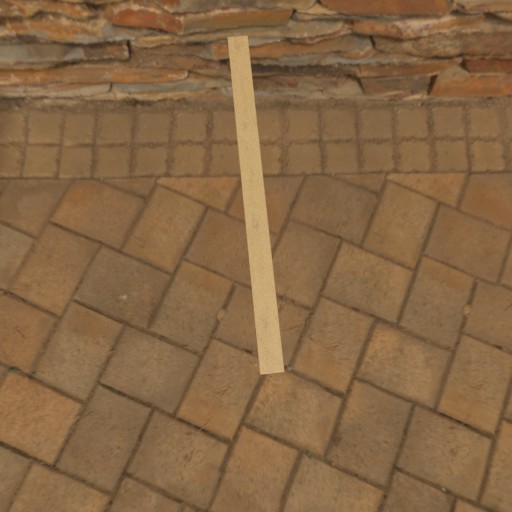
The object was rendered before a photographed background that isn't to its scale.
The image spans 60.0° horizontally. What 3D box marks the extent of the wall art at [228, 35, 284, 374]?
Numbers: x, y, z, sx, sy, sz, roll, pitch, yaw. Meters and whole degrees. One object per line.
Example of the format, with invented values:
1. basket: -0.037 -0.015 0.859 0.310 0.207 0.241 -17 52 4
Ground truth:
1. wall art: 0.000 0.000 1.020 0.039 0.810 0.510 -5 76 -1
